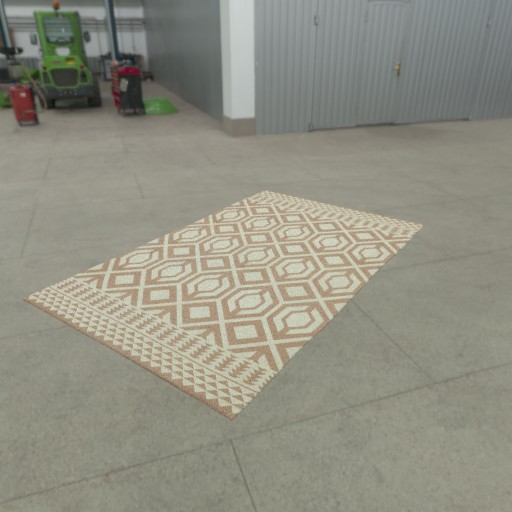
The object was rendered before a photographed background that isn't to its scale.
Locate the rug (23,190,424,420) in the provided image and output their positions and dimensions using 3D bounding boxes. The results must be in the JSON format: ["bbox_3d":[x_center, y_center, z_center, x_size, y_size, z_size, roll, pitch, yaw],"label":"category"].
[{"bbox_3d":[0.000,0.000,3.001,1.526,0.011,2.435,18,31,31],"label":"rug"}]
